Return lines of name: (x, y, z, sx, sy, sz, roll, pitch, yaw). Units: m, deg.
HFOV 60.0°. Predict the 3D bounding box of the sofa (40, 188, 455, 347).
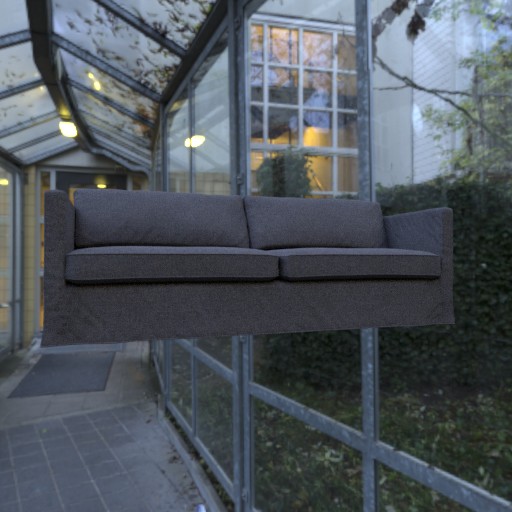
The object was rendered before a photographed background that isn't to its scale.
sofa: (0.000, 0.000, 3.272, 2.779, 0.998, 1.036, 0, 0, -18)
